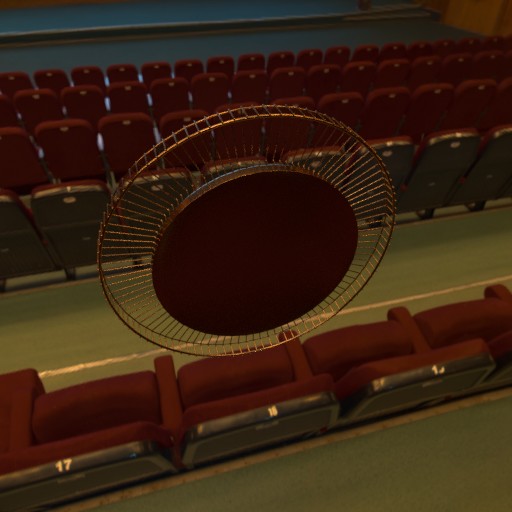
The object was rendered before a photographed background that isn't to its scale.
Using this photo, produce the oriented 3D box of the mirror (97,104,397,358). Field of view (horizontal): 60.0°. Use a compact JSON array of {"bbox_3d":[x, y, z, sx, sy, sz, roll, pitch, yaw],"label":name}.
[{"bbox_3d":[0.000,0.000,1.042,0.703,0.703,0.067,-11,42,-12],"label":"mirror"}]
